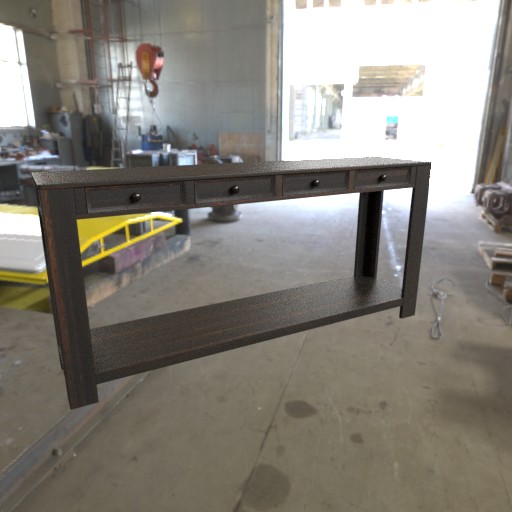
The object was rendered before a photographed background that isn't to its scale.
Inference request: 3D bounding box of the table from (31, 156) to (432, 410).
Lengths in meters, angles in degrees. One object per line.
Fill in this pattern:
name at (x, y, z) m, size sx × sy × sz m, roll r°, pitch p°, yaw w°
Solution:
table at (0.000, 0.000, 1.914) m, size 1.631 × 0.762 × 0.384 m, roll -9°, pitch 19°, yaw -27°
